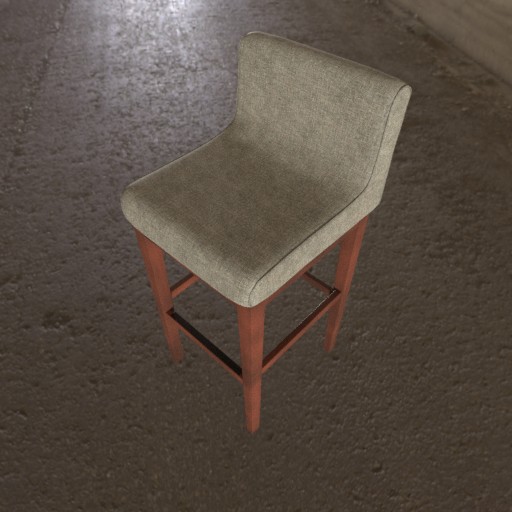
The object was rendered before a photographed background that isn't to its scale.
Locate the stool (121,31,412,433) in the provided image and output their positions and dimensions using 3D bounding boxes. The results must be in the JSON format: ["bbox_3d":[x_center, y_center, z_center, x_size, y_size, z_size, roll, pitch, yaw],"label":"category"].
[{"bbox_3d":[0.000,0.000,1.204,0.426,0.965,0.499,34,55,28],"label":"stool"}]
